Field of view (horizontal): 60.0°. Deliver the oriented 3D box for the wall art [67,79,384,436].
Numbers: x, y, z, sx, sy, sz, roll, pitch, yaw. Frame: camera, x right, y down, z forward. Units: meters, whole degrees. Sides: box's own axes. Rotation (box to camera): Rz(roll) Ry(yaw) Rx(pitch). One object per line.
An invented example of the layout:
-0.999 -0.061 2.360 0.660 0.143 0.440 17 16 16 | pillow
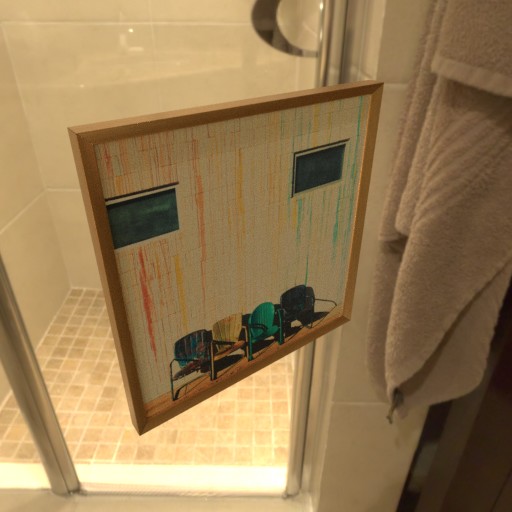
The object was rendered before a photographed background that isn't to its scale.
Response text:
0.000 0.000 0.447 0.302 0.302 0.019 -21 37 -31 | wall art
